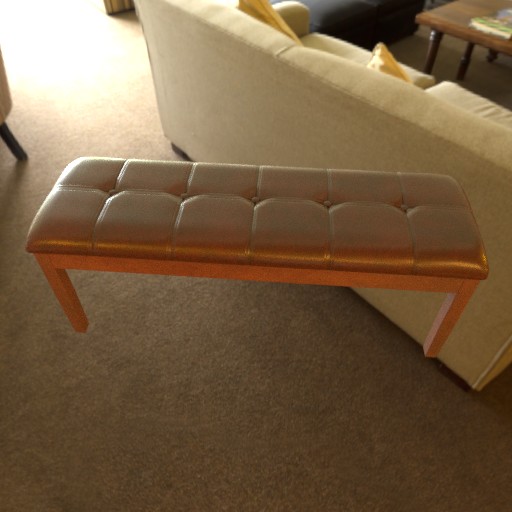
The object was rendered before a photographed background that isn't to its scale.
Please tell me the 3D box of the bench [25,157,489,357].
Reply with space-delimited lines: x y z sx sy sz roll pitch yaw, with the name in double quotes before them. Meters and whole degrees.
"bench" 0.000 0.000 1.448 1.259 0.491 0.401 3 47 3
